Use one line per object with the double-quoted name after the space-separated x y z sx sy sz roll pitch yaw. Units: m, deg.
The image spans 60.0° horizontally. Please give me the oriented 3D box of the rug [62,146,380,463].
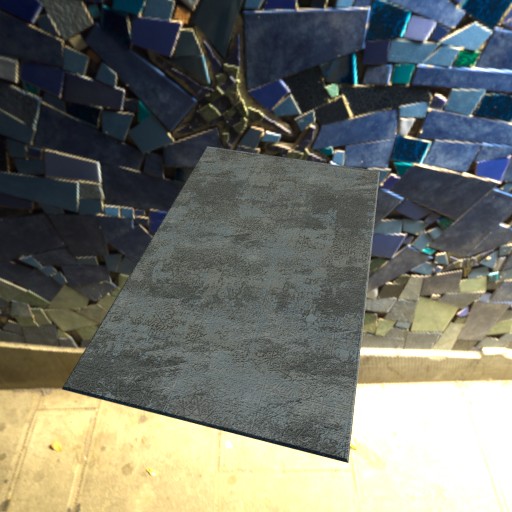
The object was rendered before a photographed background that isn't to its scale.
0.000 0.000 3.062 1.536 0.012 2.431 10 47 10 "rug"
